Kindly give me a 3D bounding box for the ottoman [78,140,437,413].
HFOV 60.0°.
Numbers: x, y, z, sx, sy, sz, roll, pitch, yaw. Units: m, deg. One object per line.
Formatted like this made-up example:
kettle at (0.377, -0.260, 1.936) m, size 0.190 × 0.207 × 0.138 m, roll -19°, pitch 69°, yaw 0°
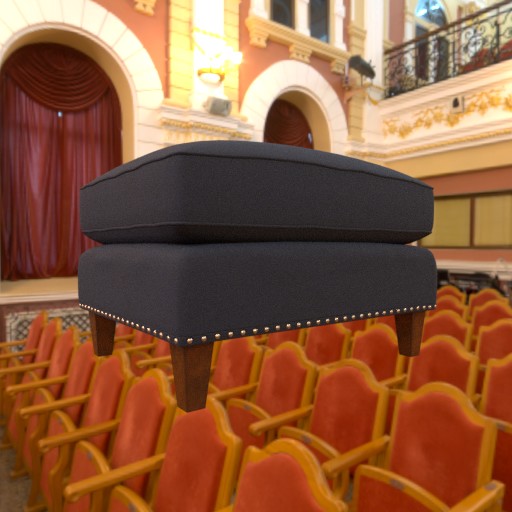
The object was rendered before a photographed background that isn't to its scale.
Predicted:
ottoman at (0.000, 0.000, 1.145) m, size 0.741 × 0.513 × 0.584 m, roll -1°, pitch 1°, yaw -37°
